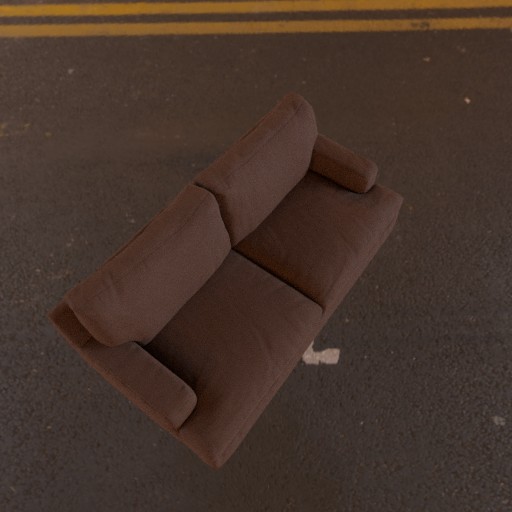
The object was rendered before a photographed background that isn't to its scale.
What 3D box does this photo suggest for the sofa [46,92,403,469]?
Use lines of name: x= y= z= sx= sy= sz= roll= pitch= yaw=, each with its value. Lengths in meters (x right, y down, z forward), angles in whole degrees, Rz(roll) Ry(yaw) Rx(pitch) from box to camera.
sofa: x=0.000 y=0.000 z=2.890 sx=1.140 sy=0.950 sz=2.274 roll=32 pitch=63 yaw=19
